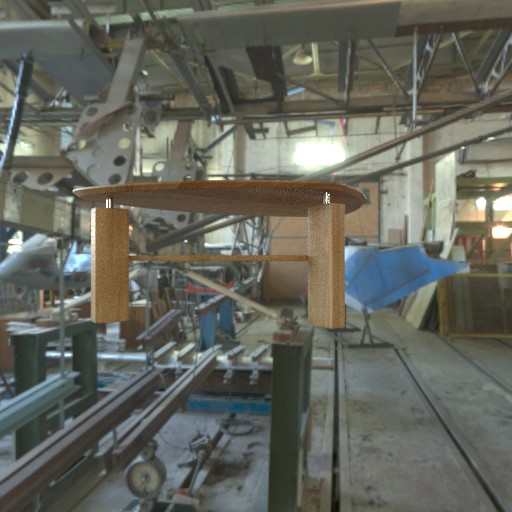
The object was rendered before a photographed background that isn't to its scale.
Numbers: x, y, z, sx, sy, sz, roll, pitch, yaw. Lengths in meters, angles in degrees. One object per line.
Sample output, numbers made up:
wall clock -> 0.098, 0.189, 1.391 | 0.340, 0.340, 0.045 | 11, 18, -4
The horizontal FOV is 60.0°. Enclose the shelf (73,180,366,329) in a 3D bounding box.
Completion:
shelf -> 0.000, 0.000, 1.685 | 1.240, 0.439, 0.863 | 0, 0, -35
